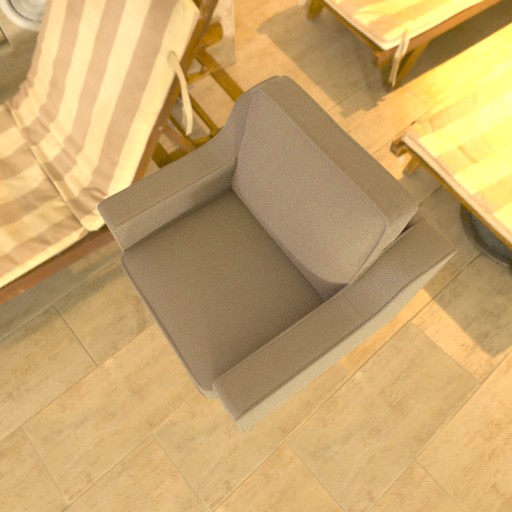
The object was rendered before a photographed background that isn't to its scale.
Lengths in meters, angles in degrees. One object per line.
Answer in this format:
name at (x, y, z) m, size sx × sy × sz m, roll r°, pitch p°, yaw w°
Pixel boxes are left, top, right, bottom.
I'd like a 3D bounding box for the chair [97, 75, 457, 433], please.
chair at (0.000, 0.000, 1.672) m, size 0.882 × 0.948 × 0.922 m, roll -33°, pitch 68°, yaw -15°
